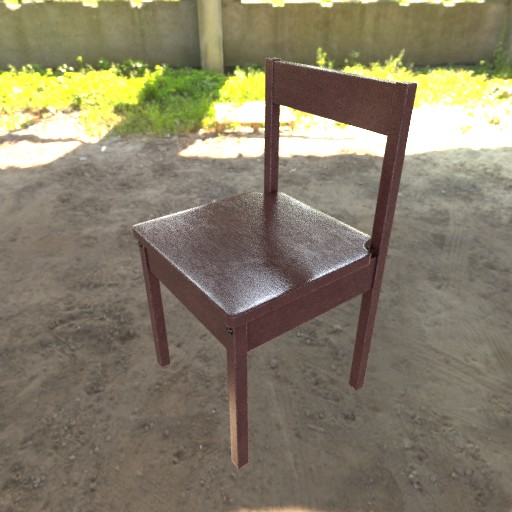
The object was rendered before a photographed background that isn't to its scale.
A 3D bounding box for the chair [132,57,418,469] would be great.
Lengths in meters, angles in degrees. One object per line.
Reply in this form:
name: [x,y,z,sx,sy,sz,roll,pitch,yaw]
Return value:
chair: [0.000,0.000,0.885,0.361,0.668,0.367,-21,37,-30]
